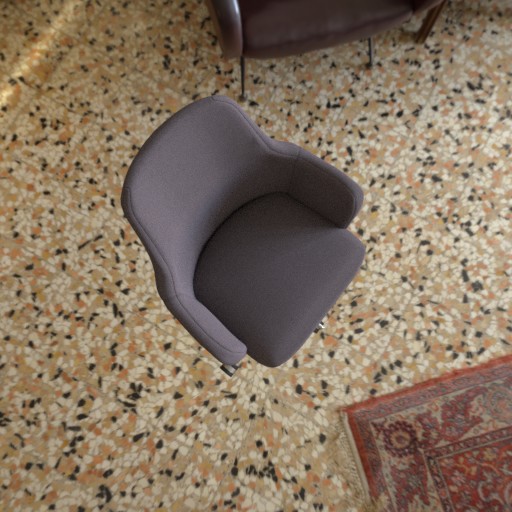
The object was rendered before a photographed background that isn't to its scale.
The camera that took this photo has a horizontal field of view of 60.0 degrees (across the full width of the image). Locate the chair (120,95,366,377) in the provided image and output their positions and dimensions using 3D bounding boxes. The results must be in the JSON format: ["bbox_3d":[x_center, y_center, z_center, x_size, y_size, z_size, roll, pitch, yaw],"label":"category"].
[{"bbox_3d":[0.000,0.000,1.297,0.600,0.820,0.655,38,79,9],"label":"chair"}]
